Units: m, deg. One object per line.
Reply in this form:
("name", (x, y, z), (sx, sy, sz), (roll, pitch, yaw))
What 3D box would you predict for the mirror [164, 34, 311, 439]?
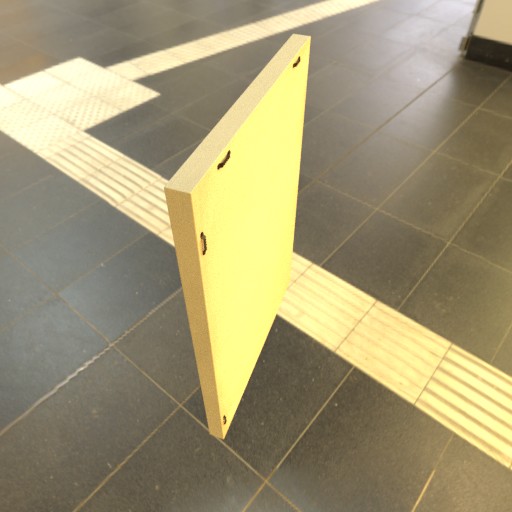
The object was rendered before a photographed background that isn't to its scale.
("mirror", (0.000, 0.000, 0.929), (0.040, 0.710, 0.507), (15, 48, 14))
